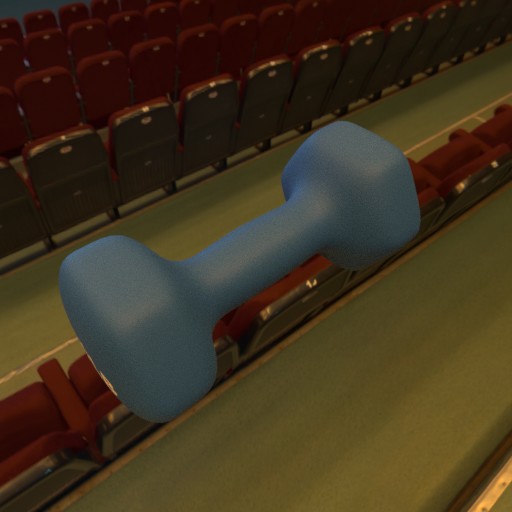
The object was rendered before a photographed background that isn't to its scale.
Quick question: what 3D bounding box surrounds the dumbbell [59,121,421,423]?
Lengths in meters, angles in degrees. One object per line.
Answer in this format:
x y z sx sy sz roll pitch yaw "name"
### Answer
0.000 0.000 0.262 0.212 0.093 0.103 -31 54 -26 "dumbbell"
